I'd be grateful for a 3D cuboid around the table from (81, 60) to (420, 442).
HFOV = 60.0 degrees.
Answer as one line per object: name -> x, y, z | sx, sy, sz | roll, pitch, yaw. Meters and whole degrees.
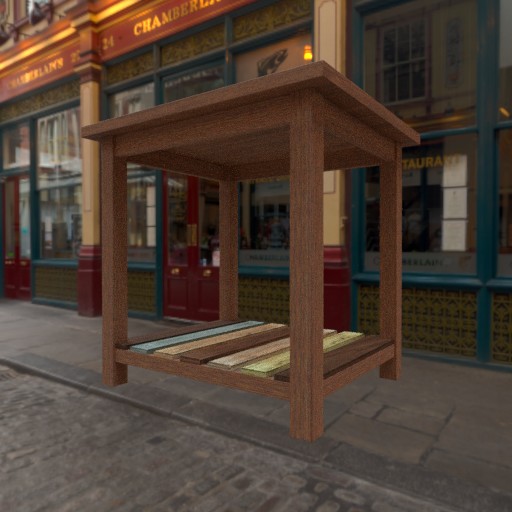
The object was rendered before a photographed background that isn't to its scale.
table -> 0.000, 0.000, 1.130 | 0.660, 0.635, 0.559 | 0, 1, 35
